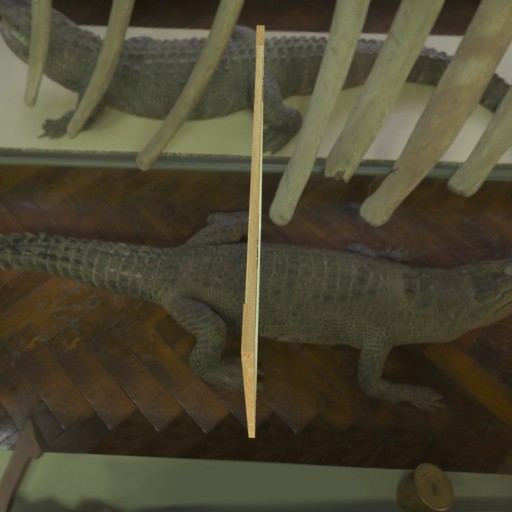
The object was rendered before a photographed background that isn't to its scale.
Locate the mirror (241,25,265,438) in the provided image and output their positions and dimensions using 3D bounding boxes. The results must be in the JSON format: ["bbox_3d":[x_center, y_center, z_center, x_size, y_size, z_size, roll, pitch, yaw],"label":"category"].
[{"bbox_3d":[0.000,0.000,1.194,0.020,0.800,0.800,1,60,1],"label":"mirror"}]
